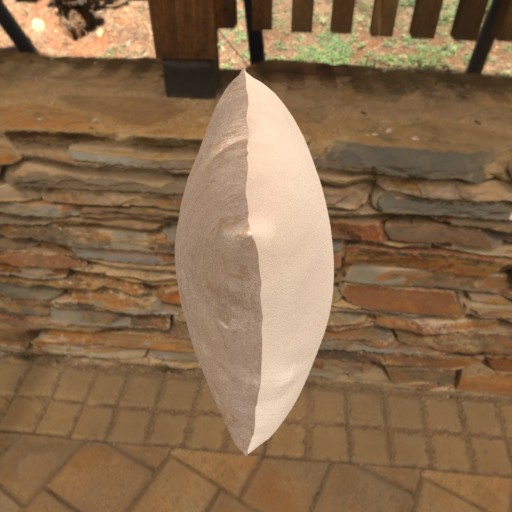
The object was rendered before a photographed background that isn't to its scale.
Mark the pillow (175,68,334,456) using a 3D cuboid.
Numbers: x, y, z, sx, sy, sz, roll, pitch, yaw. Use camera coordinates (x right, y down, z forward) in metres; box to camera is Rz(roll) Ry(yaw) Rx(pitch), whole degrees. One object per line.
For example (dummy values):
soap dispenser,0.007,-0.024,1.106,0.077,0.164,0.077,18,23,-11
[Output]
pillow,0.000,0.000,0.715,0.245,0.448,0.450,0,42,0
